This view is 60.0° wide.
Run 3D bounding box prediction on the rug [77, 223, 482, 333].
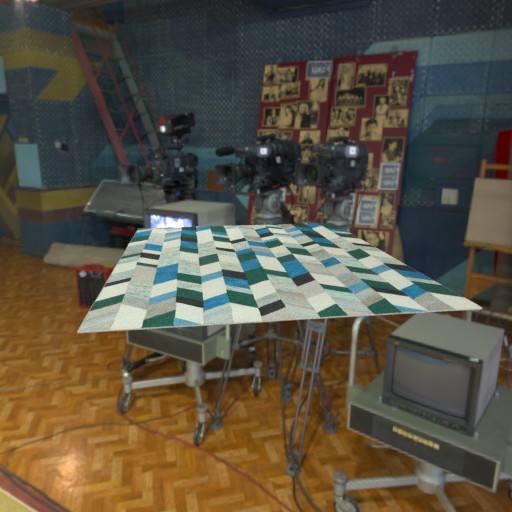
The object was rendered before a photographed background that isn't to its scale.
[{"bbox_3d":[0.000,0.000,4.056,2.440,0.008,3.036,-2,15,-8],"label":"rug"}]
